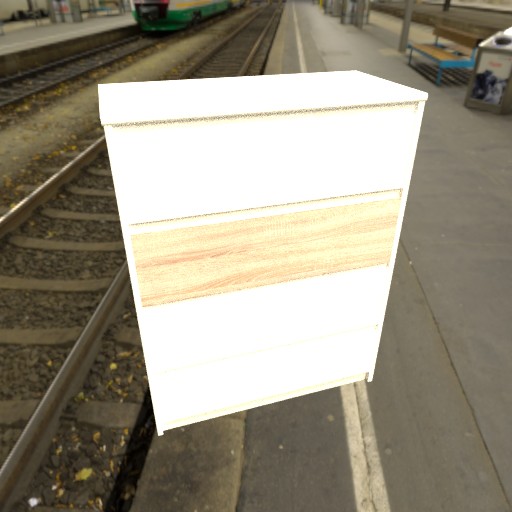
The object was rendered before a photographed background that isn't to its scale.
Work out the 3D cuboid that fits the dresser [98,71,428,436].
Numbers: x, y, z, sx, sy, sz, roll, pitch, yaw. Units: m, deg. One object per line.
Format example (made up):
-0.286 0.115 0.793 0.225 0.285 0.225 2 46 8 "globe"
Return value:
0.000 0.000 1.449 0.800 1.040 0.380 -9 32 -15 "dresser"
